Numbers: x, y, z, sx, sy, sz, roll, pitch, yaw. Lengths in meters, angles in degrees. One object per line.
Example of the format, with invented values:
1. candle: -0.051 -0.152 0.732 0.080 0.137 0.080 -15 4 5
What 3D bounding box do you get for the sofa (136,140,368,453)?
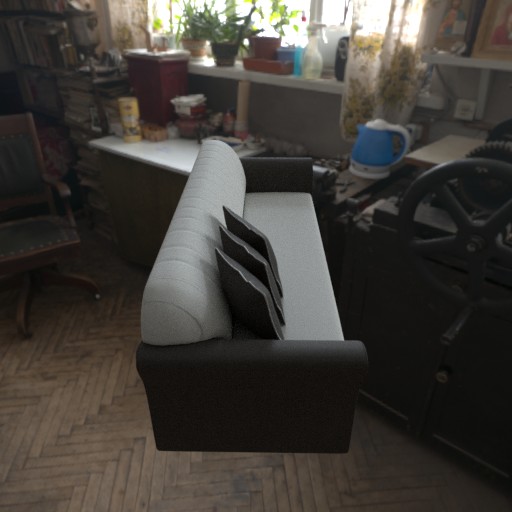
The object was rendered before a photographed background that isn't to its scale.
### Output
1. sofa: 0.000 0.000 2.378 0.755 0.787 2.001 0 31 1
